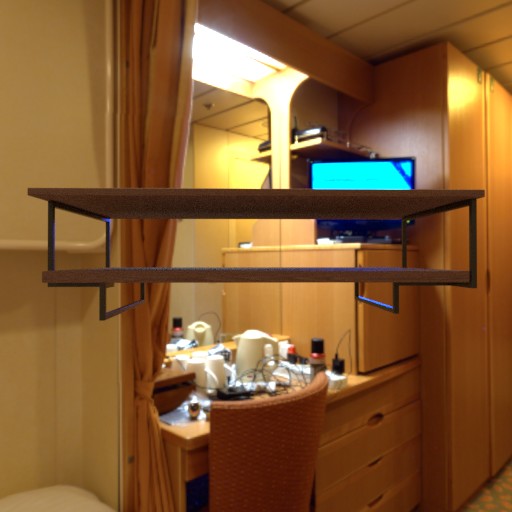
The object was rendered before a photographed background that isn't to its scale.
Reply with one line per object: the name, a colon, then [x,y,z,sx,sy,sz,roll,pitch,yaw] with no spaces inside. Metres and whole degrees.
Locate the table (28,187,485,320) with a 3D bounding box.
table: [0.000,0.000,1.482,1.197,0.347,0.651,0,-1,-2]
